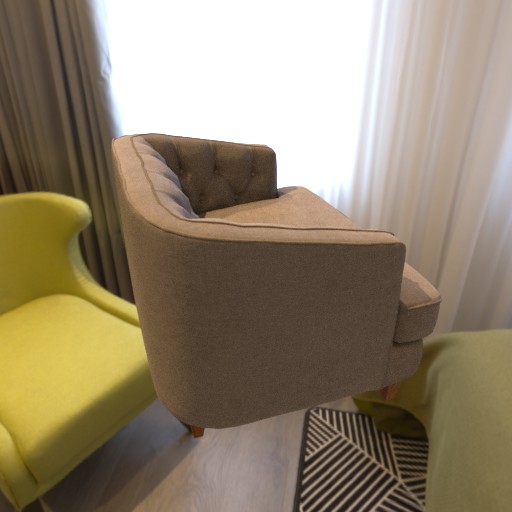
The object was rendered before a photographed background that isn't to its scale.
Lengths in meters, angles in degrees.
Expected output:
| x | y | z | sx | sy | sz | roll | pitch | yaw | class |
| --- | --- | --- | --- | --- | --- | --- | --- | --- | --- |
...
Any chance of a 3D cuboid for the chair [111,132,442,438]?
| x | y | z | sx | sy | sz | roll | pitch | yaw | class |
| --- | --- | --- | --- | --- | --- | --- | --- | --- | --- |
| 0.000 | 0.000 | 1.727 | 0.941 | 0.852 | 1.104 | -10 | 31 | -17 | chair |
